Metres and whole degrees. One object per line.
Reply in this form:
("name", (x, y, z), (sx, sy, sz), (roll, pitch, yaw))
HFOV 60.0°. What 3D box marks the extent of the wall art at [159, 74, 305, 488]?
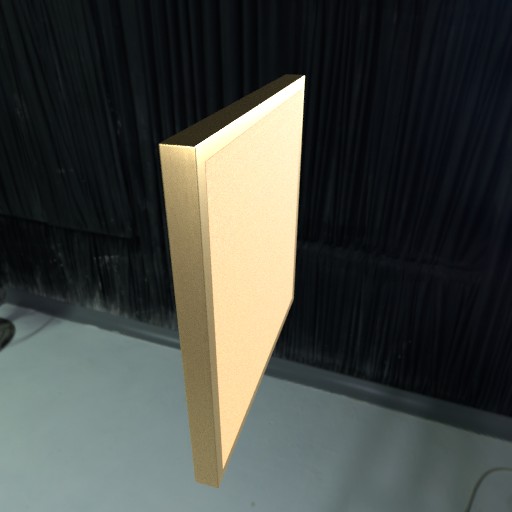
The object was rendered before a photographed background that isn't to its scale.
("wall art", (0.000, 0.000, 0.448), (0.023, 0.305, 0.305), (8, 30, 15))
